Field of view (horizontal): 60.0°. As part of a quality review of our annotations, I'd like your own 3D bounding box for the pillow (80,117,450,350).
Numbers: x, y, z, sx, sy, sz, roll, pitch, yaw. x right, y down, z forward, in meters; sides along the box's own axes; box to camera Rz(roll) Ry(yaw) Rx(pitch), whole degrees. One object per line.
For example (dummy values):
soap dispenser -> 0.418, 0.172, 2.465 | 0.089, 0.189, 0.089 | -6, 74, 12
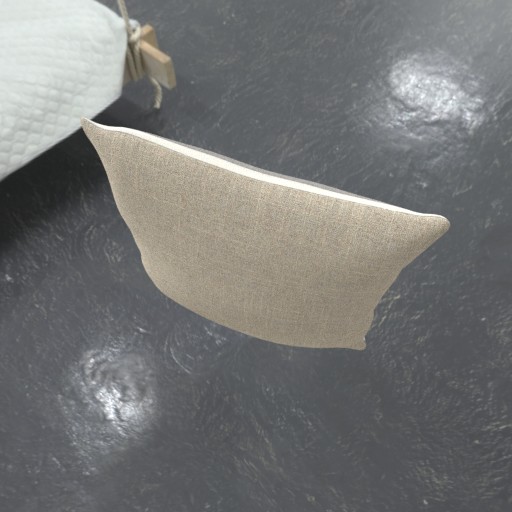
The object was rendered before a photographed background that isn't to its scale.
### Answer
pillow -> 0.000, 0.000, 0.672 | 0.439, 0.440, 0.182 | 18, 65, 9
